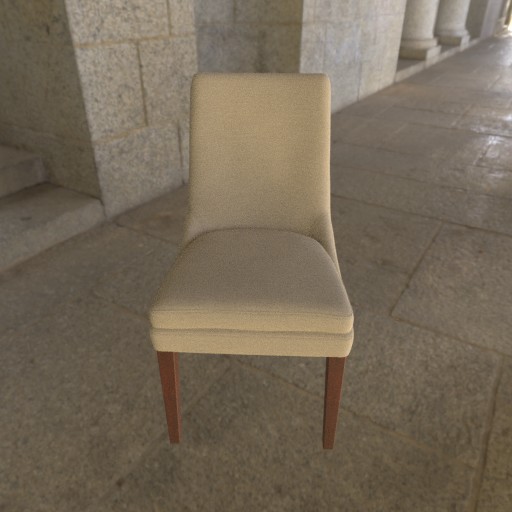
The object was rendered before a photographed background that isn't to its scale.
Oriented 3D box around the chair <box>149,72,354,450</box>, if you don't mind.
[{"bbox_3d":[0.000,0.000,1.321,0.515,0.940,0.638,1,31,2],"label":"chair"}]
